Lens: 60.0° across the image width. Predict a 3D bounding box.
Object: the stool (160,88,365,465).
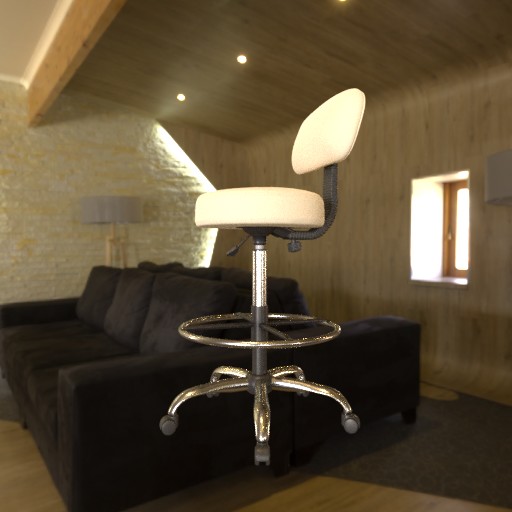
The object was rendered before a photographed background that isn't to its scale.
[{"bbox_3d":[0.000,0.000,1.436,0.616,1.080,0.609,0,1,-19],"label":"stool"}]
